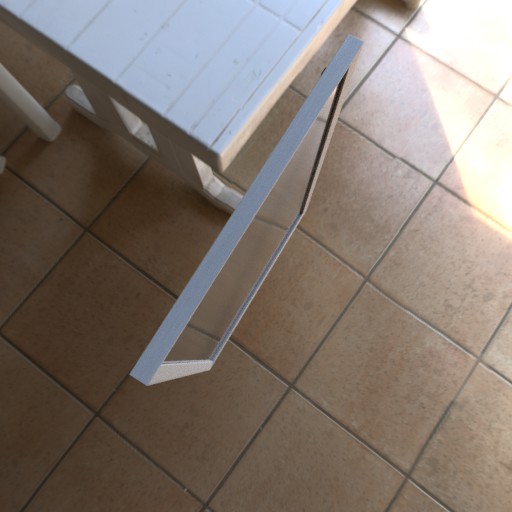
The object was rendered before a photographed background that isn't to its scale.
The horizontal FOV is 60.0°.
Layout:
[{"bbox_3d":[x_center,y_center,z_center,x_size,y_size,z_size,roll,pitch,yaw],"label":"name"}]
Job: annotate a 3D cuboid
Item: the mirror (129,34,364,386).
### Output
[{"bbox_3d":[0.000,0.000,1.298,0.040,1.016,0.762,30,79,7],"label":"mirror"}]
